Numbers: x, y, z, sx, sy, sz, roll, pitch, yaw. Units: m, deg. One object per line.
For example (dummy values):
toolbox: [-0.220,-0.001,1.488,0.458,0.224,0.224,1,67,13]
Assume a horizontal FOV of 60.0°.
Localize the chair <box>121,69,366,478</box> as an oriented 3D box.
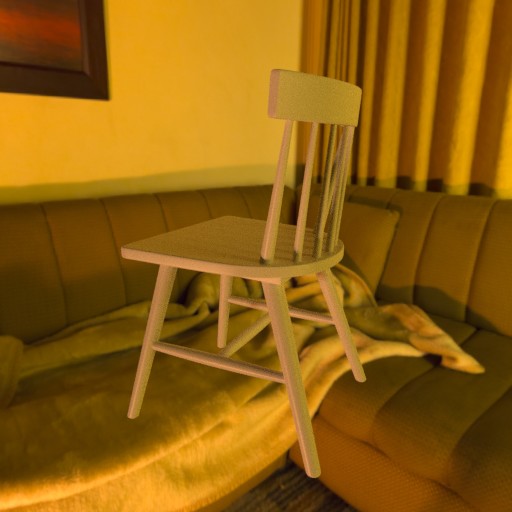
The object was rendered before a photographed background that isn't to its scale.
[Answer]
chair: [0.000,0.000,1.104,0.500,0.787,0.483,7,16,25]
